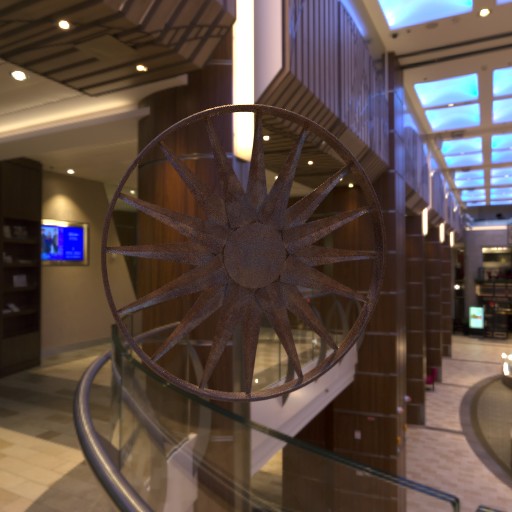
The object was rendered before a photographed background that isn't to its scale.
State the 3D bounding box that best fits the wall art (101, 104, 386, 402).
[{"bbox_3d":[0.000,0.000,0.882,0.582,0.583,0.084,0,-1,-18],"label":"wall art"}]
